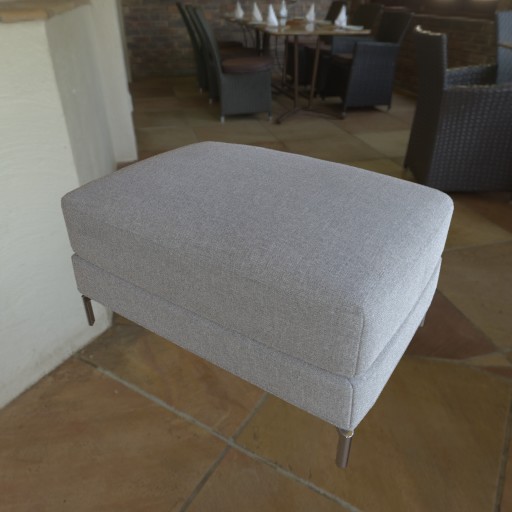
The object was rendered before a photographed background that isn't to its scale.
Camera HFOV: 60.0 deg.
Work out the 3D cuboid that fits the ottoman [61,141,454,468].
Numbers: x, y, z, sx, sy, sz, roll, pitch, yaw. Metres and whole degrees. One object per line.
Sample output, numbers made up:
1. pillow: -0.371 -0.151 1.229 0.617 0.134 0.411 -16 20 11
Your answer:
1. ottoman: 0.000 0.000 1.166 0.838 0.457 0.584 19 36 29
